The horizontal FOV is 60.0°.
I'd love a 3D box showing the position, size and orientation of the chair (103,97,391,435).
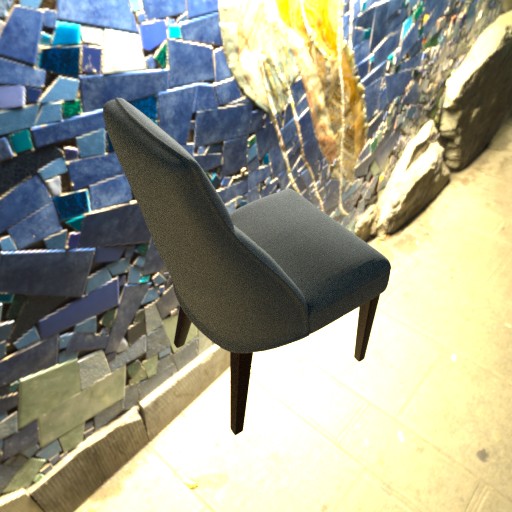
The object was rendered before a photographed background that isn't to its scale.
[{"bbox_3d":[0.000,0.000,1.272,0.620,0.930,0.500,-24,46,-25],"label":"chair"}]
